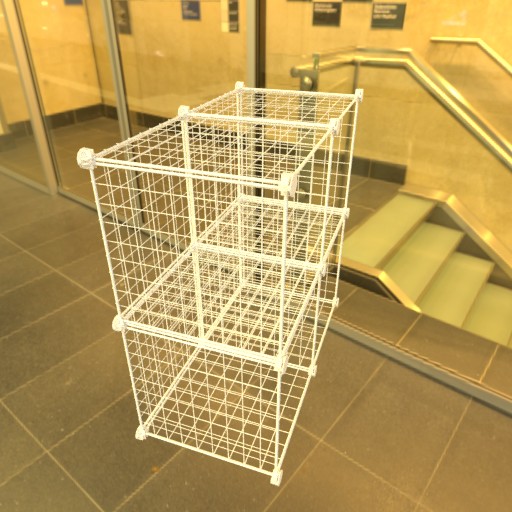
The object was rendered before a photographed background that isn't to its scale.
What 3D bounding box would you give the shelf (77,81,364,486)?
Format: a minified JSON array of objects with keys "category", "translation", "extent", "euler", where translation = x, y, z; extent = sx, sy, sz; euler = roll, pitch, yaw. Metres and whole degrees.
[{"category":"shelf","translation":[0.000,0.000,1.121],"extent":[0.356,0.711,0.711],"euler":[10,32,17]}]
